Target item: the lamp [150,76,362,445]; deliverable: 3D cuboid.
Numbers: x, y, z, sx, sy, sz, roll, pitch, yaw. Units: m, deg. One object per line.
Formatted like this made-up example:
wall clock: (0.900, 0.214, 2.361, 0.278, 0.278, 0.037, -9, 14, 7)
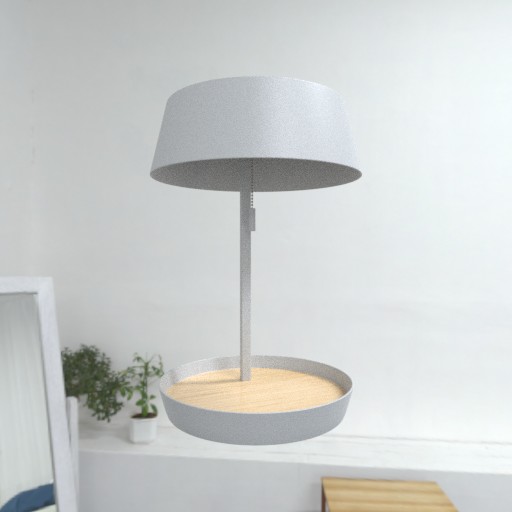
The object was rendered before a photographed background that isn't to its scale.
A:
lamp: (0.000, 0.000, 0.626, 0.291, 0.429, 0.291, 0, 1, 0)
